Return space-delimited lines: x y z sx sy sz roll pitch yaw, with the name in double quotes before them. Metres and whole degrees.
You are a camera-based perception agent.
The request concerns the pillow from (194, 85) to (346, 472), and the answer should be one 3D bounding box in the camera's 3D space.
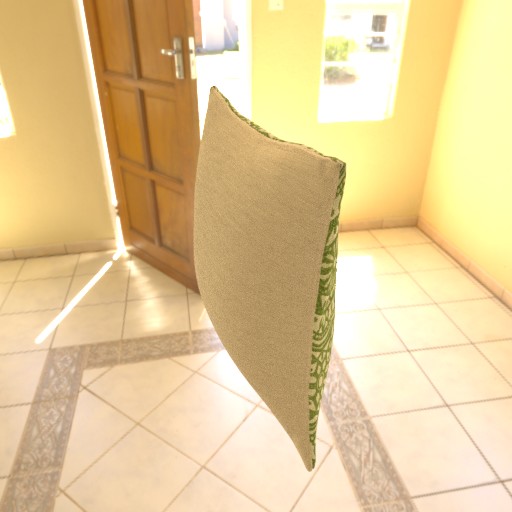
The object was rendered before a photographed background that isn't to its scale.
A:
"pillow" 0.000 0.000 0.658 0.162 0.419 0.440 -10 31 -17
